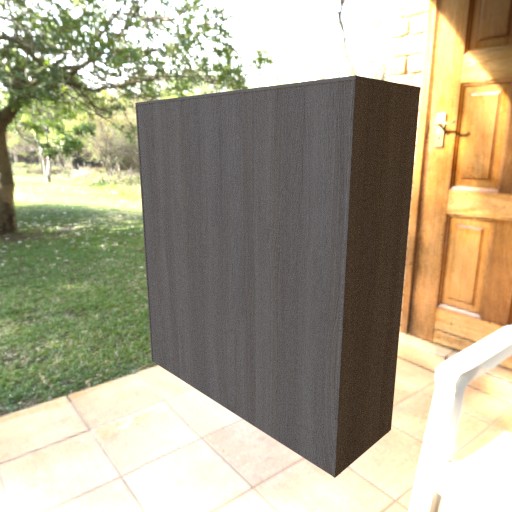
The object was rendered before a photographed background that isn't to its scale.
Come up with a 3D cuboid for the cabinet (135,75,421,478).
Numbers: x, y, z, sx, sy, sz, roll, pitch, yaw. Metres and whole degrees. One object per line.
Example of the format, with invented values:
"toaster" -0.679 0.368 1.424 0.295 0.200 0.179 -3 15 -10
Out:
"cabinet" 0.000 0.000 3.025 0.620 2.060 1.870 -13 20 -43
